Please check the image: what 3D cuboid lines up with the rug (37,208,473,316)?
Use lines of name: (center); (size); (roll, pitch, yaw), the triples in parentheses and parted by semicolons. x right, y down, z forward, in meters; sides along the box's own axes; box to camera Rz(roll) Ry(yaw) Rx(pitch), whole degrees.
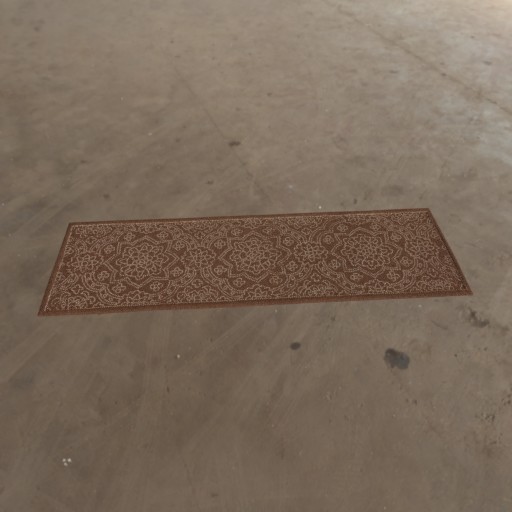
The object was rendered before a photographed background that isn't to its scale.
rug: (0.000, 0.000, 2.737); (2.448, 0.012, 0.769); (-3, 46, -2)
